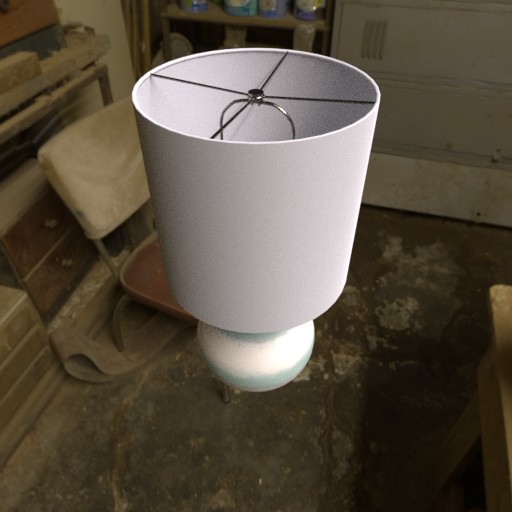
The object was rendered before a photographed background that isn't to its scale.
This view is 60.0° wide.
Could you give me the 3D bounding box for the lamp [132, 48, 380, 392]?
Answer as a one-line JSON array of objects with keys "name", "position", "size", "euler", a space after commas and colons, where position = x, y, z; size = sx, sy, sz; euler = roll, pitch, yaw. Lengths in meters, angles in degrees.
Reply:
[{"name": "lamp", "position": [0.000, 0.000, 0.528], "size": [0.217, 0.404, 0.217], "euler": [13, 43, 14]}]
